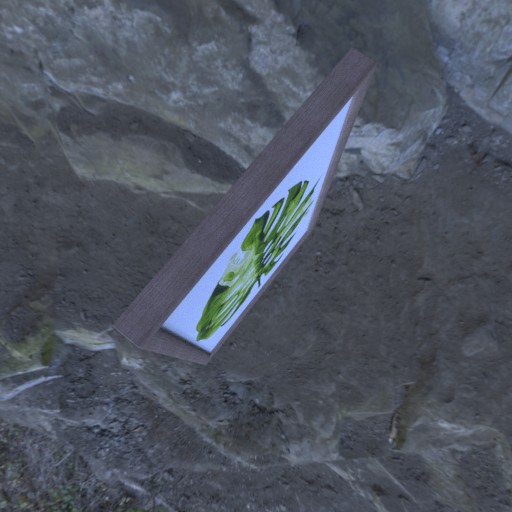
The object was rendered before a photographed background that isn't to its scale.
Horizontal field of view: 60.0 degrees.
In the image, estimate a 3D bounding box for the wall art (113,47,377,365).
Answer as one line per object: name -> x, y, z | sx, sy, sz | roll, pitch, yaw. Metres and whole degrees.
wall art -> 0.000, 0.000, 0.653 | 0.031, 0.509, 0.356 | 37, 78, 9
